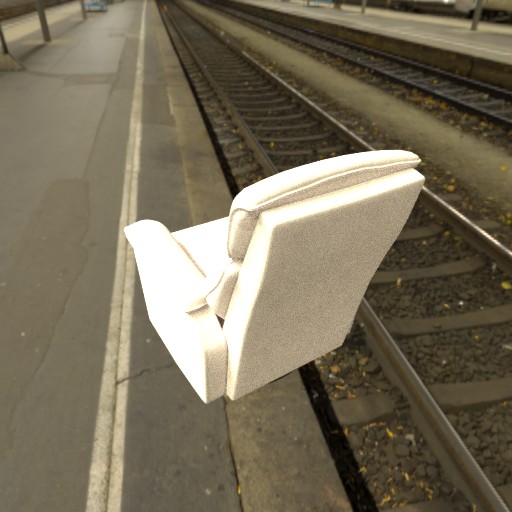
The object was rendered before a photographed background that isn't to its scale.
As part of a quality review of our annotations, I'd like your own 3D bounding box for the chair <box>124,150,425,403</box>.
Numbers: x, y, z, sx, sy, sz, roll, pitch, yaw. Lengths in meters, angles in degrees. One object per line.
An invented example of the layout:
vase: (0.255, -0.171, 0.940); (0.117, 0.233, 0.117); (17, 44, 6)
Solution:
chair: (0.000, 0.000, 1.774); (0.820, 1.039, 1.001); (-19, 37, -28)
